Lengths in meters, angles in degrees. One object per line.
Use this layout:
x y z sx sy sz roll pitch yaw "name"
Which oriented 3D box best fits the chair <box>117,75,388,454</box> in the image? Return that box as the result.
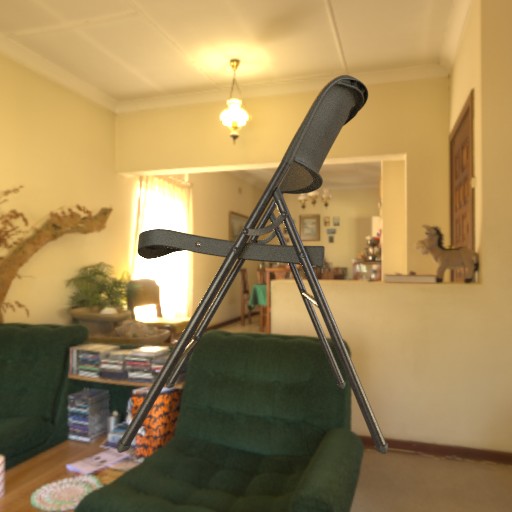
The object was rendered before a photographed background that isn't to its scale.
0.000 0.000 1.149 0.566 0.810 0.494 0 -1 1 "chair"
